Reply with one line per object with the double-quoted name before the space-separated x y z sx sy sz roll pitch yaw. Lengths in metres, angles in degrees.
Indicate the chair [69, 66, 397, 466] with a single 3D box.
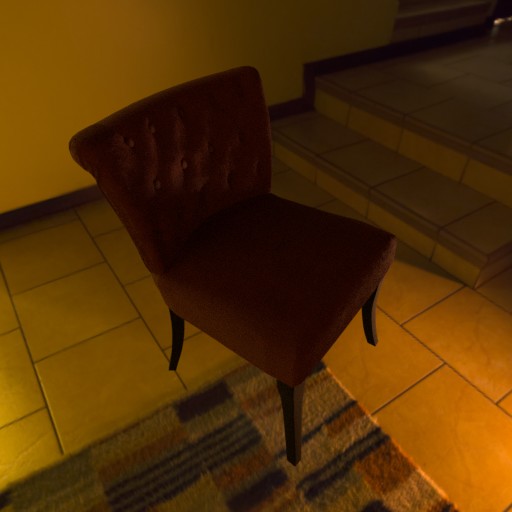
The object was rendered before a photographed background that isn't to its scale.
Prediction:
"chair" 0.000 0.000 1.153 0.605 0.750 0.582 25 46 27
